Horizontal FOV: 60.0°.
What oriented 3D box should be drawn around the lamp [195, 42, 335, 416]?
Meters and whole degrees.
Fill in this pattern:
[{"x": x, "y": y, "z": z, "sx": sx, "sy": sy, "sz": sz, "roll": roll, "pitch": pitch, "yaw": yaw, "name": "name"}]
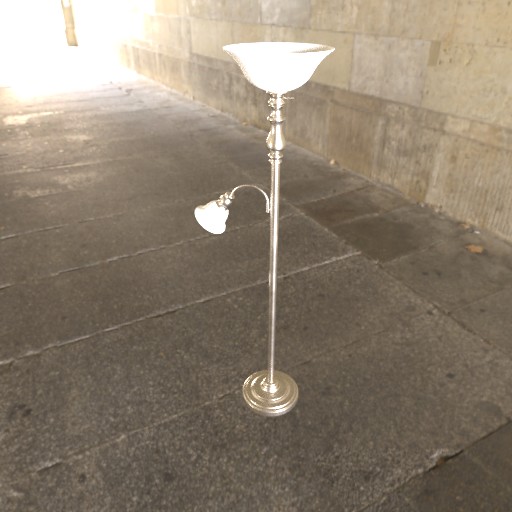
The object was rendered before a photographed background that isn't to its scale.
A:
[{"x": 0.000, "y": 0.000, "z": 2.084, "sx": 0.575, "sy": 1.785, "sz": 0.405, "roll": 9, "pitch": 31, "yaw": 14, "name": "lamp"}]
